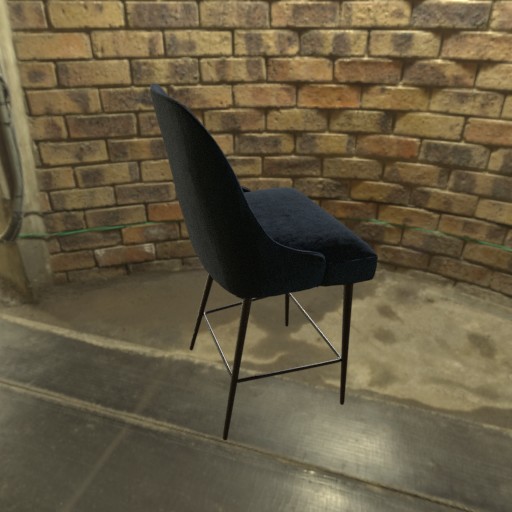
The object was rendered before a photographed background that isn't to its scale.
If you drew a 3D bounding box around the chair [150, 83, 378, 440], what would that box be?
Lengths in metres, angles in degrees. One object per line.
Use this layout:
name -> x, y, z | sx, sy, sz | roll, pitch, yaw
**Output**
chair -> 0.000, 0.000, 1.270 | 0.489, 0.927, 0.526 | -10, 31, -18
